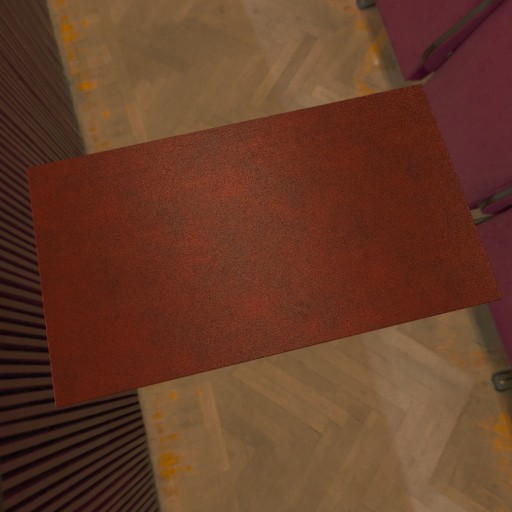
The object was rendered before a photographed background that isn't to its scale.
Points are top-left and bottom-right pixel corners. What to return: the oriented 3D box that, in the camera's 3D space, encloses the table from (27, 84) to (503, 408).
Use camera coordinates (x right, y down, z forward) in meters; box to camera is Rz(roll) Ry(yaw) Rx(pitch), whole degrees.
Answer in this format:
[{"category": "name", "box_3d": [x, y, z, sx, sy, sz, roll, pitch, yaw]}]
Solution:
[{"category": "table", "box_3d": [0.000, 0.000, 1.187, 0.943, 0.456, 0.533, -13, 76, -3]}]
